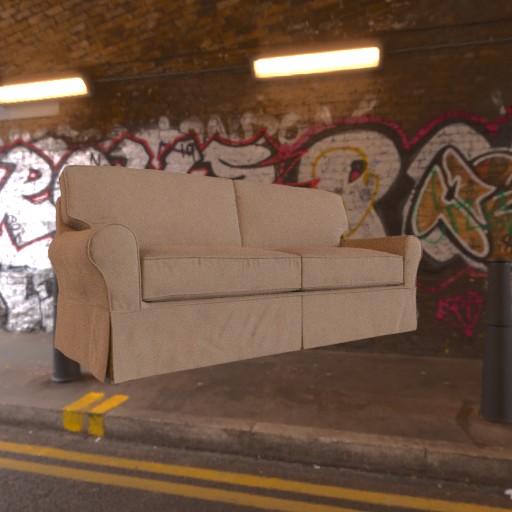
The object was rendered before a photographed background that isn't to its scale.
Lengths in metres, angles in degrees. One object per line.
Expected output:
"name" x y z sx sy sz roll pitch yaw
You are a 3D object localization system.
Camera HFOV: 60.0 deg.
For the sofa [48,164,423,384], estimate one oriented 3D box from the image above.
"sofa" 0.000 0.000 2.714 2.246 1.014 0.900 0 0 -37
